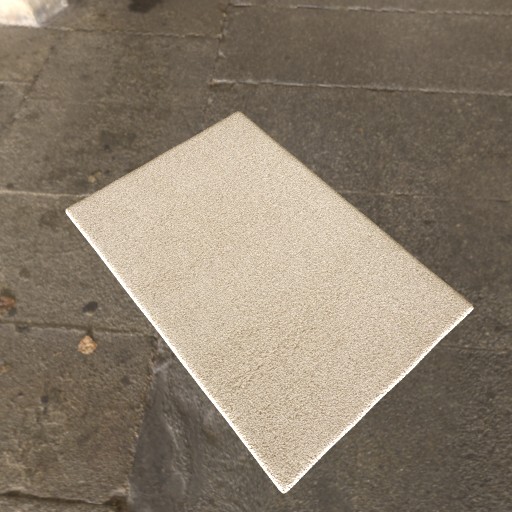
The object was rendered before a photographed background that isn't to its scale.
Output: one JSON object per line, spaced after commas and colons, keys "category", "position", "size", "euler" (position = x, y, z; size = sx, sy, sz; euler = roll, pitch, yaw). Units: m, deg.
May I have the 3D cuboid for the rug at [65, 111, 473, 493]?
{"category": "rug", "position": [0.000, 0.000, 2.257], "size": [1.219, 0.030, 1.778], "euler": [-36, 65, -19]}
